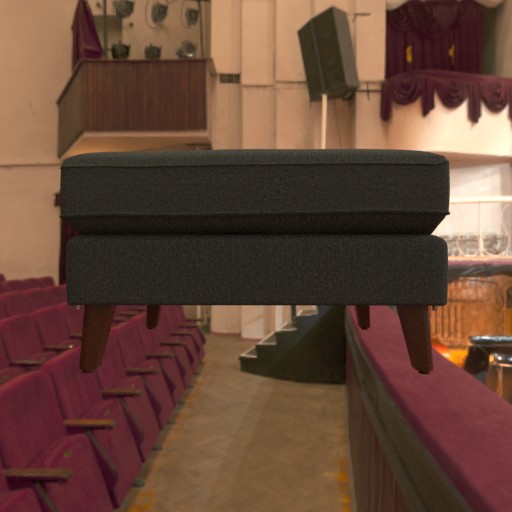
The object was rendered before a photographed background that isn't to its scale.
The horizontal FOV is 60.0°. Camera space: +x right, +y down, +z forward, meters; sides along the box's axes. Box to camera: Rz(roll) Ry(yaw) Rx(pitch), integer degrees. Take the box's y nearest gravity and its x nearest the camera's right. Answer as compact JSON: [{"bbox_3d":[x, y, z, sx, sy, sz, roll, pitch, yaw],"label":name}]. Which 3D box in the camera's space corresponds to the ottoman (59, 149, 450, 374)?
[{"bbox_3d":[0.000,0.000,1.226,0.835,0.503,0.629,0,0,1],"label":"ottoman"}]
